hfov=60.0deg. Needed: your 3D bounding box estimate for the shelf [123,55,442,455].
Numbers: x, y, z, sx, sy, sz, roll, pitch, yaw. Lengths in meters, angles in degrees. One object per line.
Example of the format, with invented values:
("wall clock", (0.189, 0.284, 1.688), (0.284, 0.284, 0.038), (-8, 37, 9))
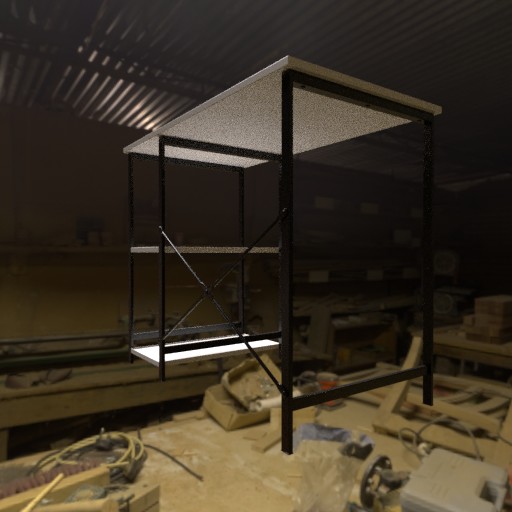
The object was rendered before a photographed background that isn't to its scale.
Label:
("shelf", (0.000, 0.000, 1.333), (0.498, 0.750, 0.902), (0, 1, -36))
